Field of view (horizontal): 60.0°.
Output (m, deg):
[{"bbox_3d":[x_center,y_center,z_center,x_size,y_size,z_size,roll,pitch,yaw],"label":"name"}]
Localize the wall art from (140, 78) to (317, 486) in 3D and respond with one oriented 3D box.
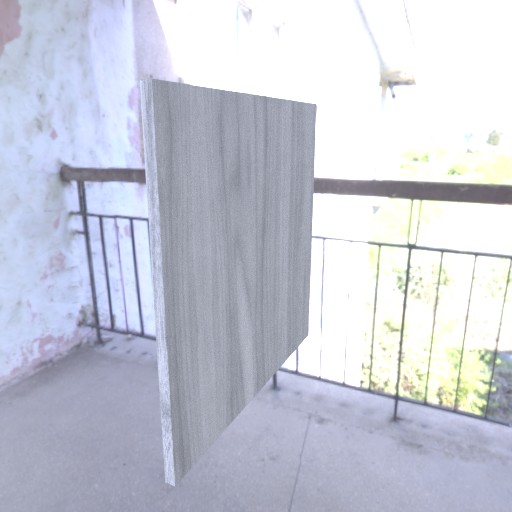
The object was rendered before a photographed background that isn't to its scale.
[{"bbox_3d":[0.000,0.000,0.742,0.016,0.507,0.508,8,18,26],"label":"wall art"}]
